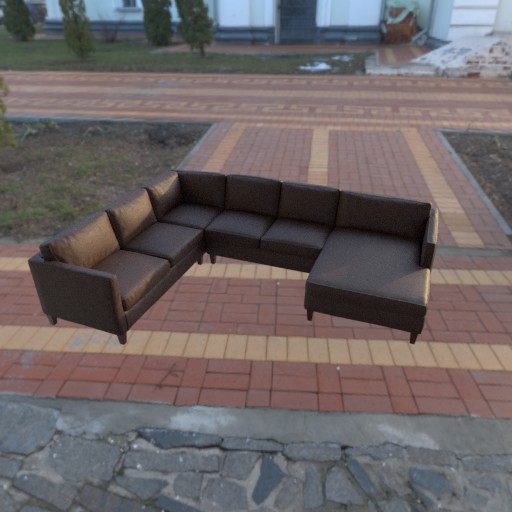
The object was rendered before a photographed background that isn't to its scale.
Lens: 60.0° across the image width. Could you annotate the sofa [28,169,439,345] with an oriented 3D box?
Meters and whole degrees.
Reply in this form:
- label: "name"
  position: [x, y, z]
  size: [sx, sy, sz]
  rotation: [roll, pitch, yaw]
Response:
- label: "sofa"
  position: [0.000, 0.000, 4.595]
  size: [3.460, 0.923, 2.593]
  rotation: [11, 31, 18]
